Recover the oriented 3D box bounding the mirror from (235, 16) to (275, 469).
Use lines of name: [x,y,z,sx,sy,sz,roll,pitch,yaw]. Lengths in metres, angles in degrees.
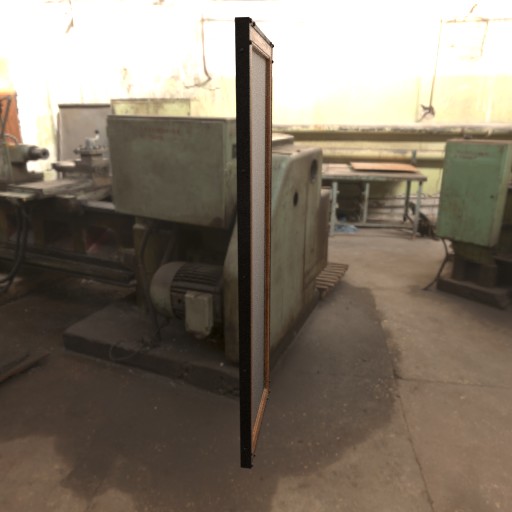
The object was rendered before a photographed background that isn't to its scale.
mirror: [0.000,0.000,1.179,0.042,1.080,0.354,3,18,9]
